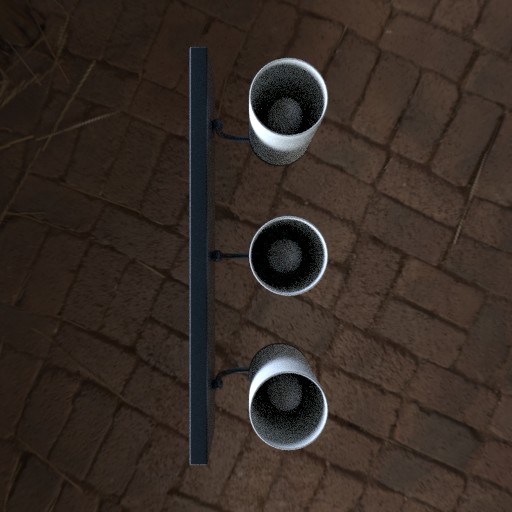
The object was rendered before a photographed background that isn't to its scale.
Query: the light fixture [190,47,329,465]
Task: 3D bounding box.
[{"bbox_3d":[0.000,0.000,0.528,0.145,0.172,0.451,0,90,-1],"label":"light fixture"}]
